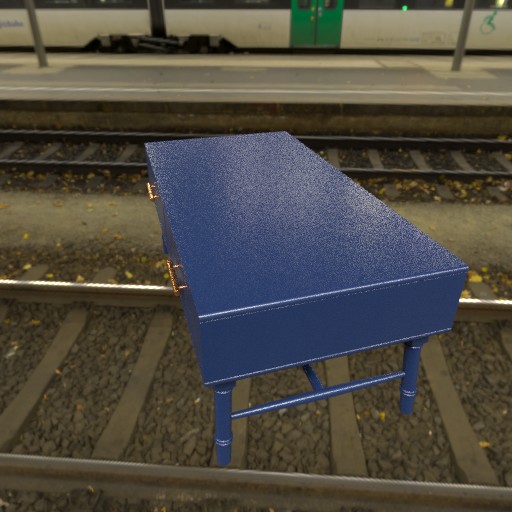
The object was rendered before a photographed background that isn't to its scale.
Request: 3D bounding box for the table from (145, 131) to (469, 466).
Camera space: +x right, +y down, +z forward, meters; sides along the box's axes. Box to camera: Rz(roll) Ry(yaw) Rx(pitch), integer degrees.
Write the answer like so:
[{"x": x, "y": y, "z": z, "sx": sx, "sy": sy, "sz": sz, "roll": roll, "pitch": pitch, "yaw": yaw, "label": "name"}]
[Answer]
[{"x": 0.000, "y": 0.000, "z": 1.372, "sx": 0.572, "sy": 0.457, "sz": 1.067, "roll": -9, "pitch": 32, "yaw": -15, "label": "table"}]
